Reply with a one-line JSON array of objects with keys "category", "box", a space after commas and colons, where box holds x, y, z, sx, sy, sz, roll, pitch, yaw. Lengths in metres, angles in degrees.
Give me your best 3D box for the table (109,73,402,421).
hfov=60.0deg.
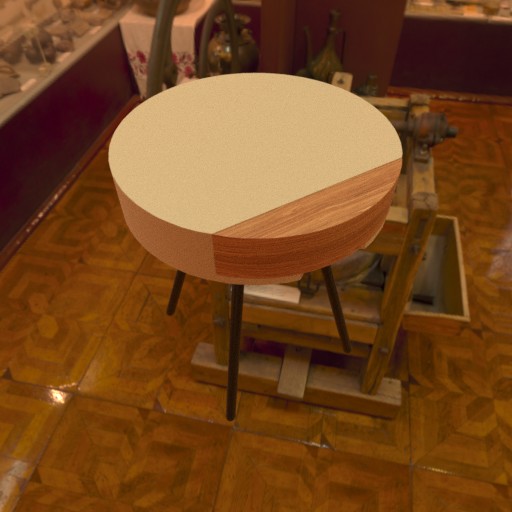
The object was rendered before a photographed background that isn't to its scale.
[{"category": "table", "box": [0.000, 0.000, 0.859, 0.450, 0.525, 0.450, 0, 47, 0]}]
